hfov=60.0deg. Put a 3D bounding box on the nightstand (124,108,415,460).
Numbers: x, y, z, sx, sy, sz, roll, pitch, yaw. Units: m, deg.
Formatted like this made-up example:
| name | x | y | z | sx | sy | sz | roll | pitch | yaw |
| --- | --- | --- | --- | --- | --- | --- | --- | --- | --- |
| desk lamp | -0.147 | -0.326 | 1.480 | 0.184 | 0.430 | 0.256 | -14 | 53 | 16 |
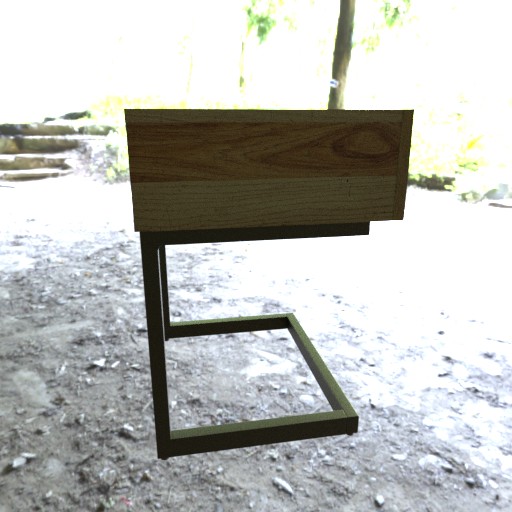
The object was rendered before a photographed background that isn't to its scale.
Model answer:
| name | x | y | z | sx | sy | sz | roll | pitch | yaw |
| --- | --- | --- | --- | --- | --- | --- | --- | --- | --- |
| nightstand | 0.000 | 0.000 | 1.017 | 0.481 | 0.632 | 0.558 | -3 | 18 | -10 |
